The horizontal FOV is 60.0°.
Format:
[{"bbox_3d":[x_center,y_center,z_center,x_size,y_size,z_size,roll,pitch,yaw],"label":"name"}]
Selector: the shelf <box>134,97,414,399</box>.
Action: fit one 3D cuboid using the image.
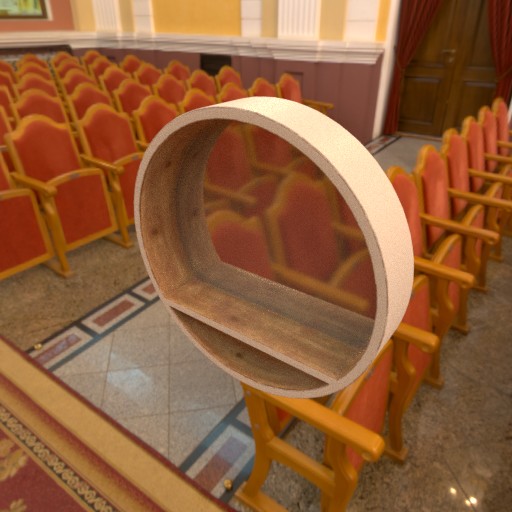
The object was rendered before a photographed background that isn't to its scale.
[{"bbox_3d":[0.000,0.000,1.211,0.806,0.807,0.158,20,35,31],"label":"shelf"}]
